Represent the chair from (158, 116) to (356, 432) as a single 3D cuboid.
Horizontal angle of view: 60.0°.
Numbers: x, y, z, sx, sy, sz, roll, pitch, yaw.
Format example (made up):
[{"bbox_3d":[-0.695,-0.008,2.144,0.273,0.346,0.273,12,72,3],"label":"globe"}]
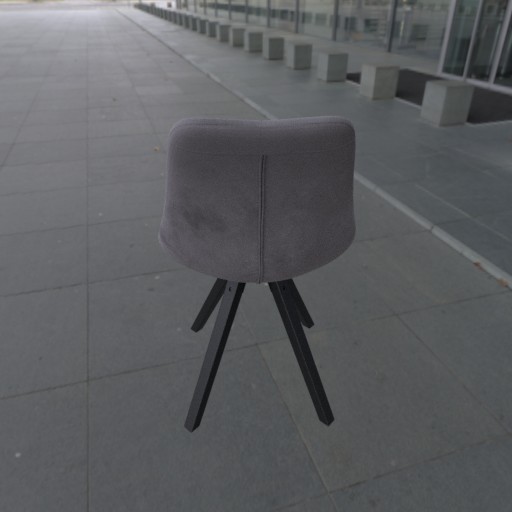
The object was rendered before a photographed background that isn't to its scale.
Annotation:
[{"bbox_3d":[0.000,0.000,1.184,0.485,0.850,0.550,-2,31,-3],"label":"chair"}]
